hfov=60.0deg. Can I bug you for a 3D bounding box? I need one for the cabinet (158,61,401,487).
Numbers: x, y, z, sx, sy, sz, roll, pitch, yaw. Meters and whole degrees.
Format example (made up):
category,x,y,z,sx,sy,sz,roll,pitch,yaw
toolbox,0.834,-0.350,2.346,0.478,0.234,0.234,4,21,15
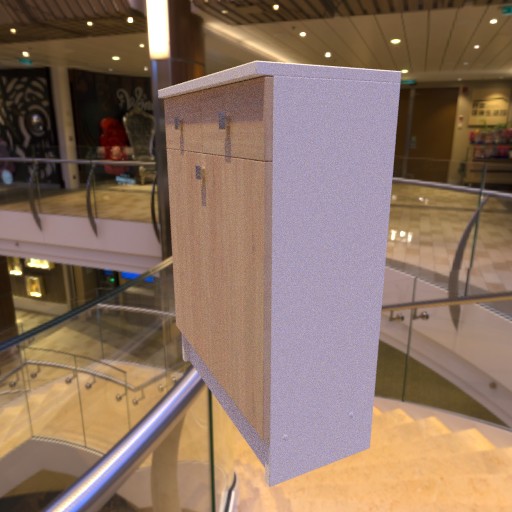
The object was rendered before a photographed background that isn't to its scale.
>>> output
category,x,y,z,sx,sy,sz,roll,pitch,yaw
cabinet,0.000,0.000,1.114,0.296,0.815,0.600,-8,18,-25
